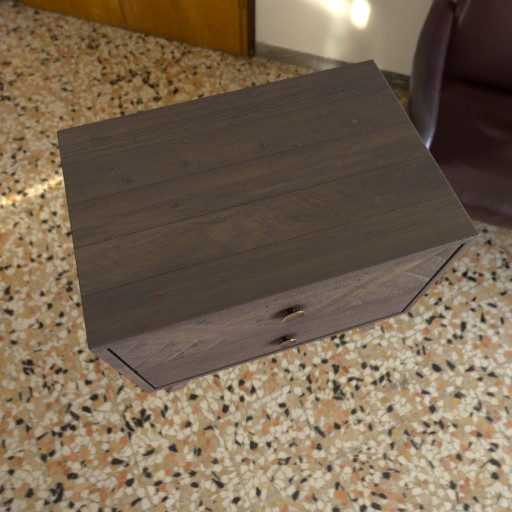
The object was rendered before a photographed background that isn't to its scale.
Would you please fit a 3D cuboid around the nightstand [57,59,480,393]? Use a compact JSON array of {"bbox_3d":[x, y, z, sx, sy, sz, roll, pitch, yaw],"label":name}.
[{"bbox_3d":[0.000,0.000,1.053,0.650,0.599,0.450,-16,65,-8],"label":"nightstand"}]
